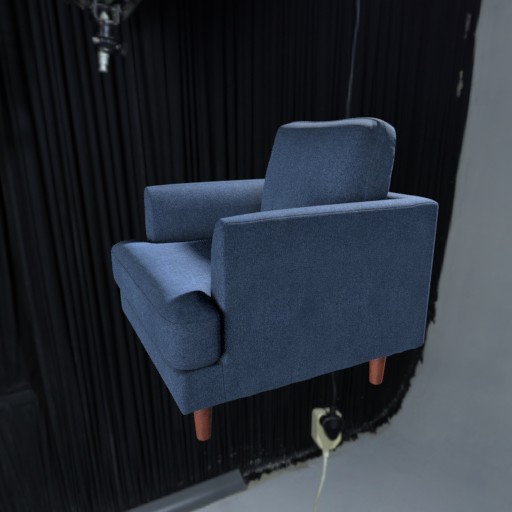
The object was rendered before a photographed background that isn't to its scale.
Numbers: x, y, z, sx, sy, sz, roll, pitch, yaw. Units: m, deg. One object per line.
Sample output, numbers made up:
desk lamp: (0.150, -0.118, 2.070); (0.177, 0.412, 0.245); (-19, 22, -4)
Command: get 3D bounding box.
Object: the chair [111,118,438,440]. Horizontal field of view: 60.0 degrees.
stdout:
chair: (0.000, 0.000, 1.609); (0.899, 0.957, 0.858); (-8, 17, -26)
